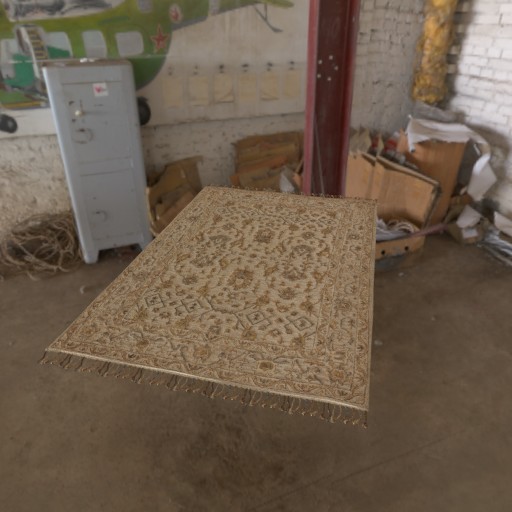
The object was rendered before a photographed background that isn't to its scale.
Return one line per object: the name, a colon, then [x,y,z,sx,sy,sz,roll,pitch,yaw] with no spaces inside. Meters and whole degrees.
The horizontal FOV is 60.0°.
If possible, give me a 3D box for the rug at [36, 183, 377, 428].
rug: [0.000,0.000,2.925,1.529,0.027,2.434,7,31,12]
